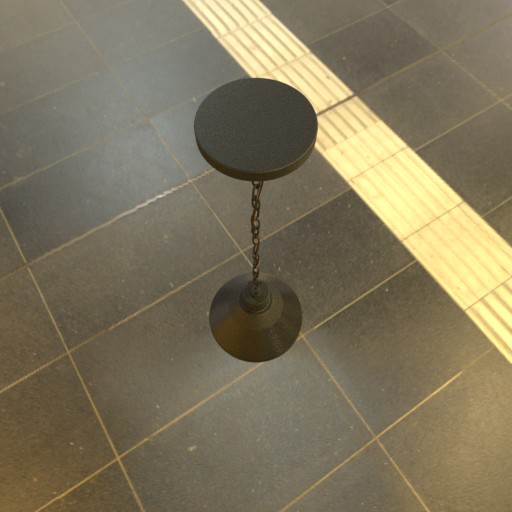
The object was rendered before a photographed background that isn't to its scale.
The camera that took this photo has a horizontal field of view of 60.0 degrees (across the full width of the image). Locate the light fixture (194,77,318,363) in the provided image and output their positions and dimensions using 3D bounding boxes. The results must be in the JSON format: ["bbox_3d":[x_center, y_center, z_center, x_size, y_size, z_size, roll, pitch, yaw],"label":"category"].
[{"bbox_3d":[0.000,0.000,0.692,0.201,0.588,0.201,34,69,15],"label":"light fixture"}]
